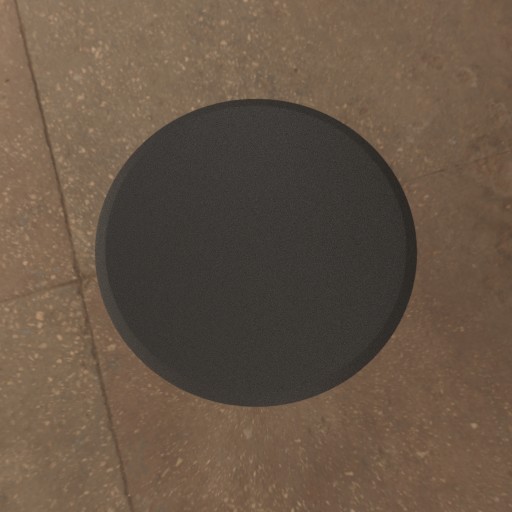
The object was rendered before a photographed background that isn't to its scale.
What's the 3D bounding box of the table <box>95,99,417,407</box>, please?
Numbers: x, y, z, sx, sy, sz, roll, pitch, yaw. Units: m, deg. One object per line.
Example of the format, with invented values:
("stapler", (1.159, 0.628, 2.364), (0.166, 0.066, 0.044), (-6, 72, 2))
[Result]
("table", (0.000, 0.000, 1.426), (0.900, 0.400, 0.900), (0, 74, 0))
